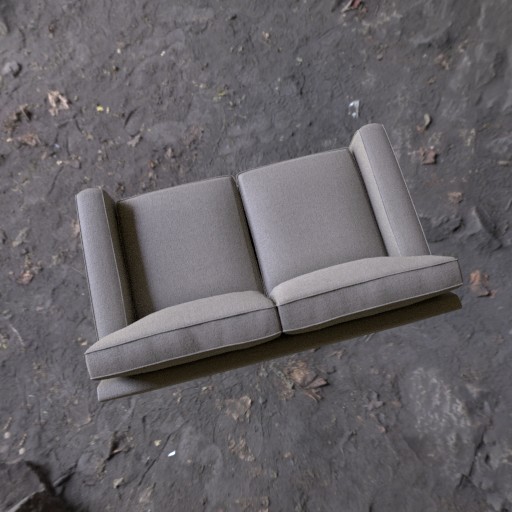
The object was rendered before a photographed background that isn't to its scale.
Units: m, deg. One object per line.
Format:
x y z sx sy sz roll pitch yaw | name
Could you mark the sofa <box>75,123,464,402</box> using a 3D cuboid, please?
0.000 0.000 2.069 1.484 0.853 0.940 -14 76 -3 | sofa
